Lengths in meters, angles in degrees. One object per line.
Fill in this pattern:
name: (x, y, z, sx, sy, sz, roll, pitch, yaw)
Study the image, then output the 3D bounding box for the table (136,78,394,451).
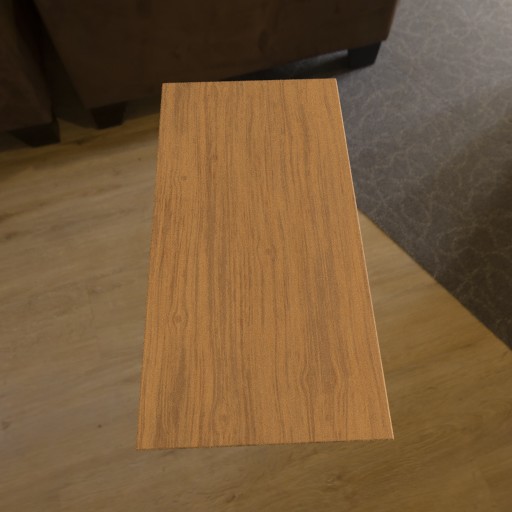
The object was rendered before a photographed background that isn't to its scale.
table: (0.000, 0.000, 1.667, 0.693, 0.445, 1.331, -2, 64, -1)
